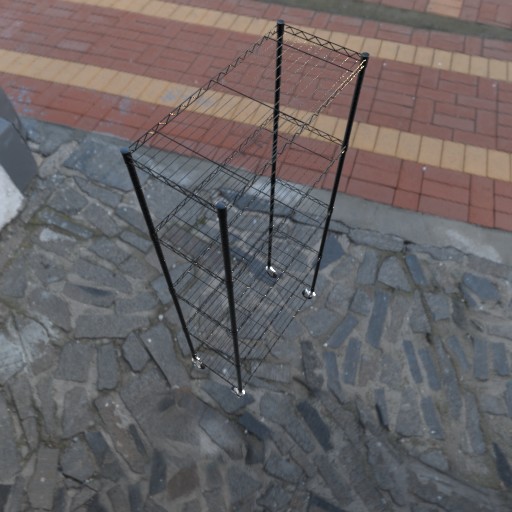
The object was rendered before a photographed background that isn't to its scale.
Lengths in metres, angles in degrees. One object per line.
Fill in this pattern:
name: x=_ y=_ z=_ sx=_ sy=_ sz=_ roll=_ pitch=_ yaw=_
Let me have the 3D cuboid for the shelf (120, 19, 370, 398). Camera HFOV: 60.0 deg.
shelf: x=0.000 y=0.000 z=1.936 sx=0.356 sy=1.645 sz=0.762 roll=31 pitch=62 yaw=18
